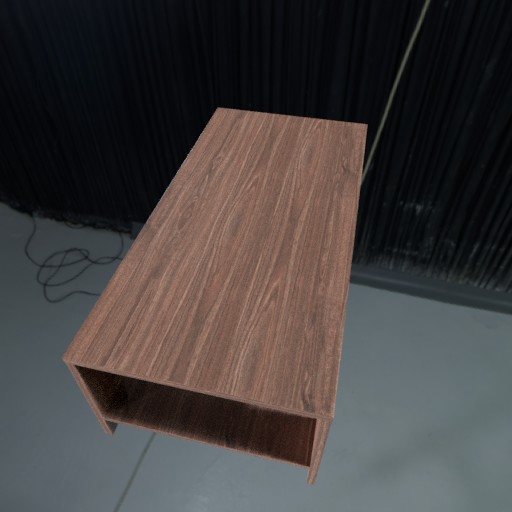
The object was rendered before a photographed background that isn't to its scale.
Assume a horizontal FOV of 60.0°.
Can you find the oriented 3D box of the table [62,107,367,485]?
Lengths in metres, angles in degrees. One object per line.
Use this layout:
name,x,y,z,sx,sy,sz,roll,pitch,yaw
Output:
table,0.000,0.000,1.485,0.600,0.400,1.200,9,46,9
